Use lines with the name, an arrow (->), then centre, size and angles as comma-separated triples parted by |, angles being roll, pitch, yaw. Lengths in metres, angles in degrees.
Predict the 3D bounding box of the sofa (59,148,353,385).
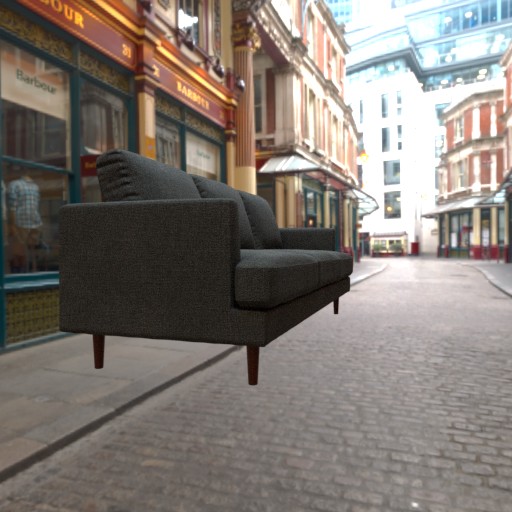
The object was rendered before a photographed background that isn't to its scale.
sofa -> 0.000, 0.000, 2.663 | 0.903, 0.930, 2.246 | 0, 1, 19
